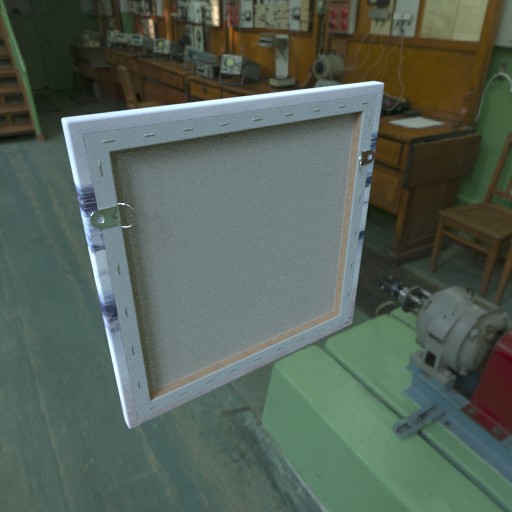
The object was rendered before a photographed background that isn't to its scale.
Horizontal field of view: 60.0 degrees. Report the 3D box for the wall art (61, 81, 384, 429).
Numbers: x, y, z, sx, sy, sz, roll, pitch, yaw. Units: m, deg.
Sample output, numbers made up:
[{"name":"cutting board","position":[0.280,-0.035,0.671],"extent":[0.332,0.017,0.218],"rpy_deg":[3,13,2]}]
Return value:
[{"name":"wall art","position":[0.000,0.000,1.095],"extent":[0.755,0.747,0.065],"rpy_deg":[-18,34,-29]}]
